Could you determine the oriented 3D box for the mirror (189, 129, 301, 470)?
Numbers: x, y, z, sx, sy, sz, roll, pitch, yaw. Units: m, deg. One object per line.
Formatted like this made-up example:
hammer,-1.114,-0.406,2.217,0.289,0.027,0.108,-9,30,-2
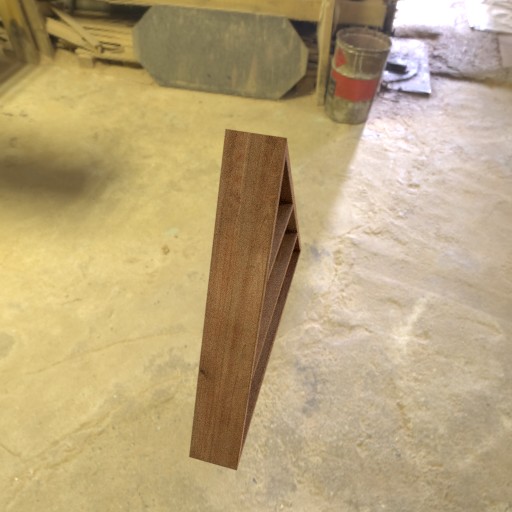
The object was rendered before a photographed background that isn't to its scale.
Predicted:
mirror,0.000,0.000,0.885,0.100,0.548,0.631,11,47,11
